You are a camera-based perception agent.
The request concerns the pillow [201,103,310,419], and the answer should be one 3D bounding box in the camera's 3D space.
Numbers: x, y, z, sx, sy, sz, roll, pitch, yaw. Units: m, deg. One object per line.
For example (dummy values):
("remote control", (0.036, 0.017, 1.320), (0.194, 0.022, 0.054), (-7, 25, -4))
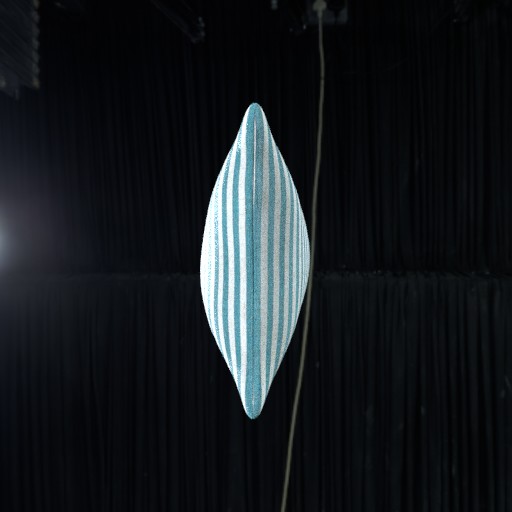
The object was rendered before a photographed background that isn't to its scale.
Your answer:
("pillow", (0.000, 0.000, 0.714), (0.151, 0.295, 0.617), (0, 1, 0))
